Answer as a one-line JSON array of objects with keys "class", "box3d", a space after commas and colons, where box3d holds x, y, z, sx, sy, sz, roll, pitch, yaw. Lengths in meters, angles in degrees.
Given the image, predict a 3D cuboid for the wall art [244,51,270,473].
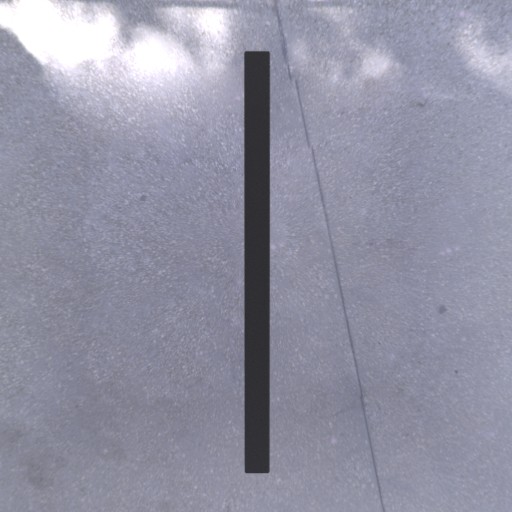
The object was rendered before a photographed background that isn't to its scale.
[{"class": "wall art", "box3d": [0.000, 0.000, 0.748, 0.028, 0.551, 0.451, 0, 92, 0]}]
